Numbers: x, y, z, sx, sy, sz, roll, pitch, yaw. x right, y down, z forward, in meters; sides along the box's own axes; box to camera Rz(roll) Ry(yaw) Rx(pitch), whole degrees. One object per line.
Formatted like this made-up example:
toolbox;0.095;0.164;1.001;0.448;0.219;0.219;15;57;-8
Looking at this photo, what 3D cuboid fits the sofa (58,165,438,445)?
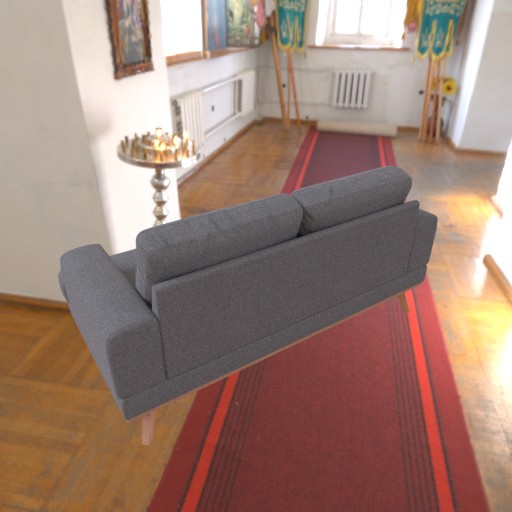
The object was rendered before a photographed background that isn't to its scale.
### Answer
sofa;0.000;0.000;2.101;1.650;0.810;0.785;-18;35;-29
